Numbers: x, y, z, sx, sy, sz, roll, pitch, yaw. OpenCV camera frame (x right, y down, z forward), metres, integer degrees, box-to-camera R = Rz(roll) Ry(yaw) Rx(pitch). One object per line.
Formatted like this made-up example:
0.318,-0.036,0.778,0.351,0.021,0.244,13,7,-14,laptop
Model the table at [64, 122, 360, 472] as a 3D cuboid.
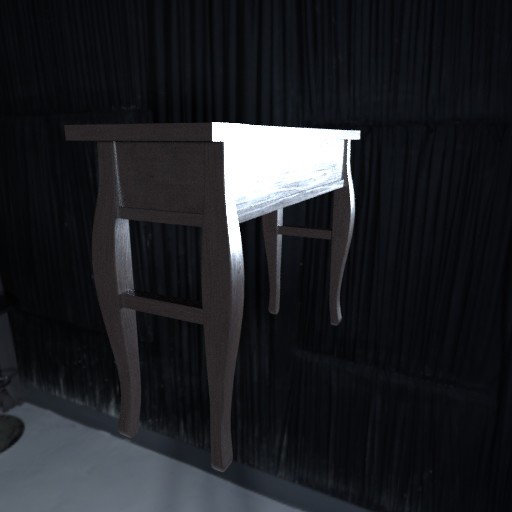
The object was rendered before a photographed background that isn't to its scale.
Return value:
0.000,0.000,1.393,0.373,0.768,1.062,7,17,25,table
